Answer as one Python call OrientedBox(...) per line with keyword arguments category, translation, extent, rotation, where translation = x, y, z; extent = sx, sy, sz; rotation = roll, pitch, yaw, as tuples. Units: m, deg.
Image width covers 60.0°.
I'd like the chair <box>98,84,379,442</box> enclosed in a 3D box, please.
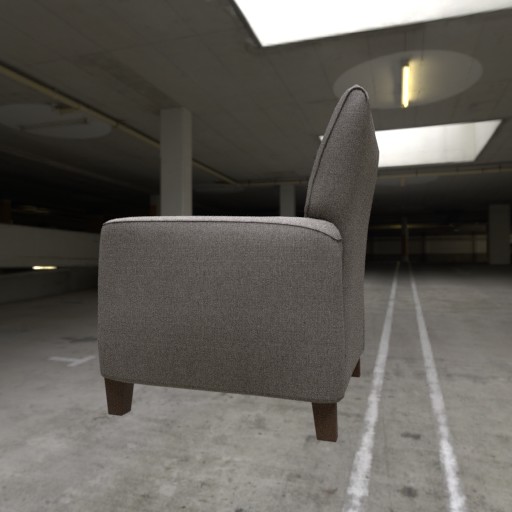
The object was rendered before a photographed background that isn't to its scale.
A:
OrientedBox(category="chair", translation=(0.000, 0.000, 1.651), extent=(0.864, 1.014, 0.848), rotation=(0, -1, 18))
